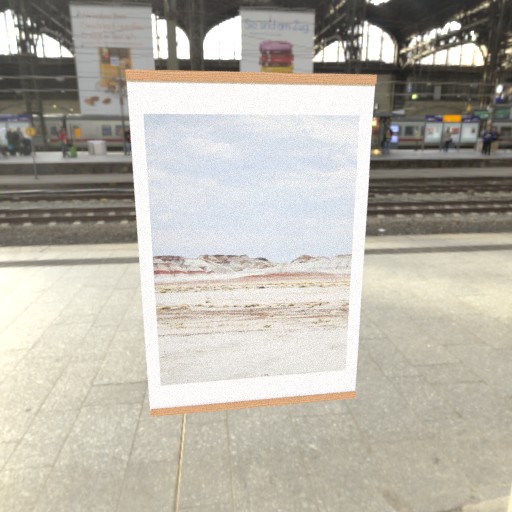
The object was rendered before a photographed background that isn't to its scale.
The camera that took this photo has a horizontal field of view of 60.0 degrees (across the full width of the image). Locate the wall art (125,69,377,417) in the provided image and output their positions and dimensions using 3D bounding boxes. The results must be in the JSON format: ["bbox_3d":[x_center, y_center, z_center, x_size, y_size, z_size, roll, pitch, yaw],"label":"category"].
[{"bbox_3d":[0.000,0.000,1.974,1.011,1.521,0.025,-2,15,-8],"label":"wall art"}]
